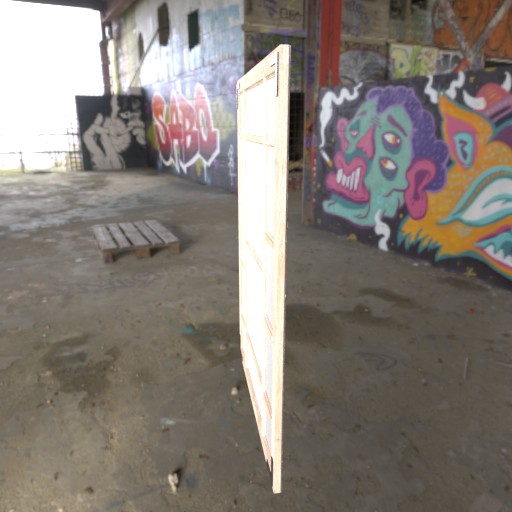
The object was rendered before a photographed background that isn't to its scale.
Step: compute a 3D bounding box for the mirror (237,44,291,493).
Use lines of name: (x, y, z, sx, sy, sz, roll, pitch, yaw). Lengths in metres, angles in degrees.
mirror: (0.000, 0.000, 1.269, 0.025, 0.996, 0.705, -2, 17, -8)
